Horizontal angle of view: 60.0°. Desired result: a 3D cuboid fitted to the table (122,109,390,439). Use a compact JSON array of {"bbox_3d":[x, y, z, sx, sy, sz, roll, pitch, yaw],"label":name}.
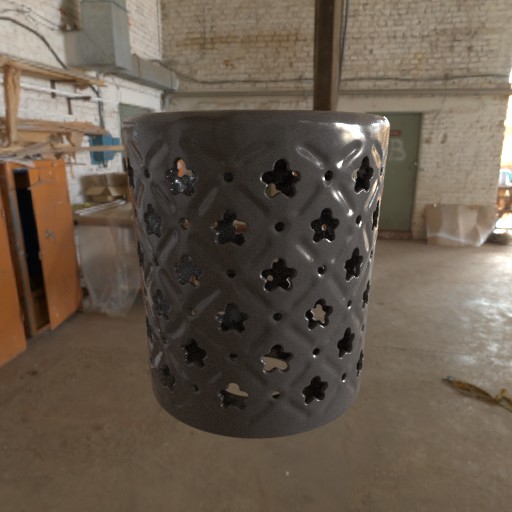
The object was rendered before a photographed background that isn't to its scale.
[{"bbox_3d":[0.000,0.000,0.645,0.352,0.387,0.352,0,14,0],"label":"table"}]
